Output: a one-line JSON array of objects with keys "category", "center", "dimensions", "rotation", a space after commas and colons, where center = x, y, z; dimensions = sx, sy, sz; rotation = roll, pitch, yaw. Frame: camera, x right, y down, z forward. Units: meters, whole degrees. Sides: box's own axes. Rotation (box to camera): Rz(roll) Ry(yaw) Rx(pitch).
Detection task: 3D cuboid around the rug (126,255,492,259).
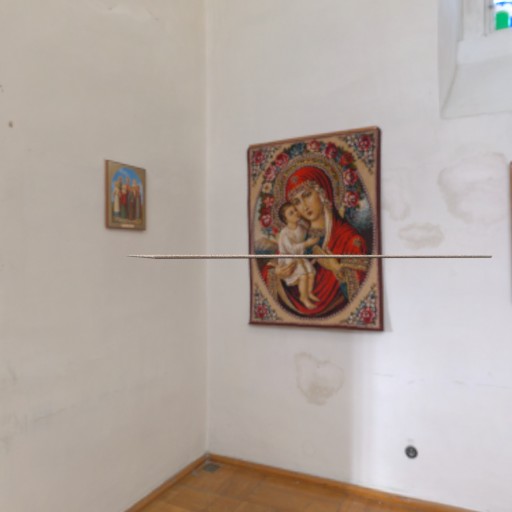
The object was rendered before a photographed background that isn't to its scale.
[{"category": "rug", "center": [0.000, 0.000, 2.302], "dimensions": [1.219, 0.008, 1.829], "rotation": [0, 0, -19]}]
